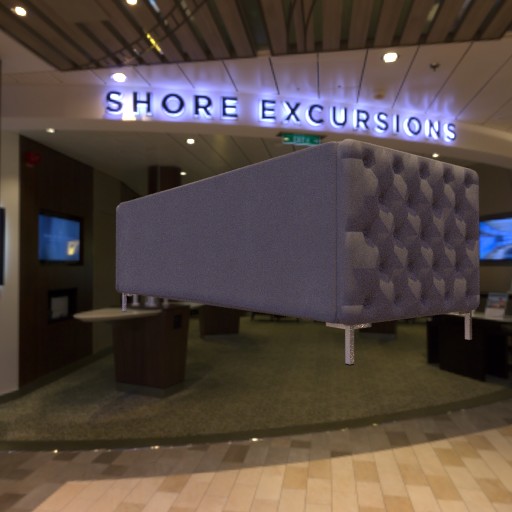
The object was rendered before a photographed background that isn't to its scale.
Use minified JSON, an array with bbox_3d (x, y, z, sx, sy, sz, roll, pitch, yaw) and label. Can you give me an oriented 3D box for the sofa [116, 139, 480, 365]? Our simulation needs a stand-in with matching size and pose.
[{"bbox_3d":[0.000,0.000,2.571,0.895,0.771,2.209,1,-1,-37],"label":"sofa"}]
